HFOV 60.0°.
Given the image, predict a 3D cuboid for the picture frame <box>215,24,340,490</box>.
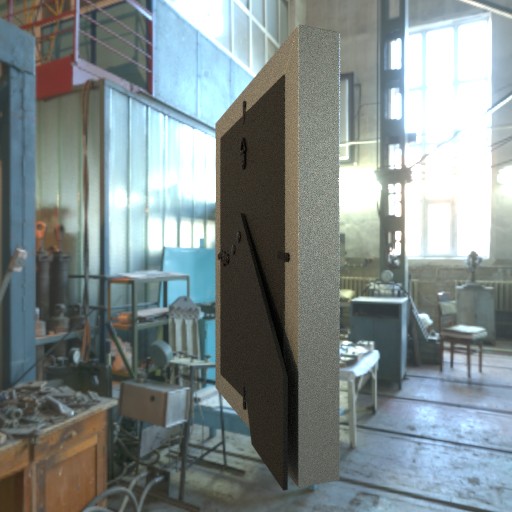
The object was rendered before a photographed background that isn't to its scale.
[{"bbox_3d":[0.000,0.000,0.275,0.028,0.208,0.157,0,0,-19],"label":"picture frame"}]
